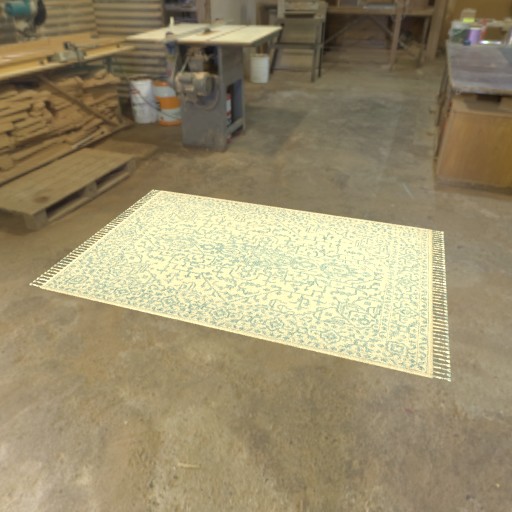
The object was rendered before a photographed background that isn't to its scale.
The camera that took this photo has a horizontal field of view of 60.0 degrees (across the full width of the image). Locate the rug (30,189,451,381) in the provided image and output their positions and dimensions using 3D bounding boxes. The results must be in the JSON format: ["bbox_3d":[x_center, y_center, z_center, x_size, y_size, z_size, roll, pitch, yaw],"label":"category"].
[{"bbox_3d":[0.000,0.000,3.016,2.438,0.010,1.524,10,34,16],"label":"rug"}]
